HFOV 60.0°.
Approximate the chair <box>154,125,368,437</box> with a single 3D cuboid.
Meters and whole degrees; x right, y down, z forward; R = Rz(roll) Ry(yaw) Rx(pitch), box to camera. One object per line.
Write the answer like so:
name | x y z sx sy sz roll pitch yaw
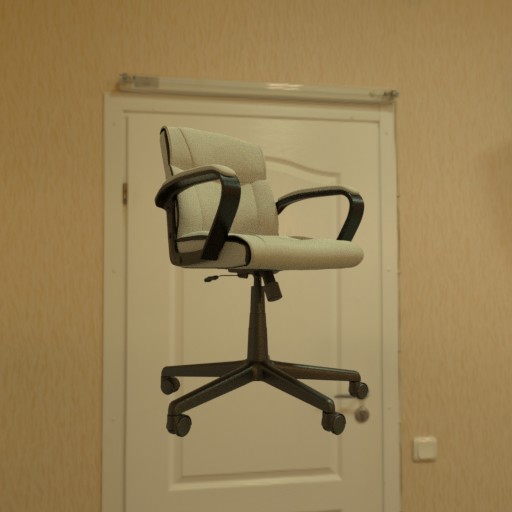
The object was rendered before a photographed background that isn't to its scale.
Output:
chair | 0.000 0.000 1.508 0.739 1.004 0.717 1 -2 -36
